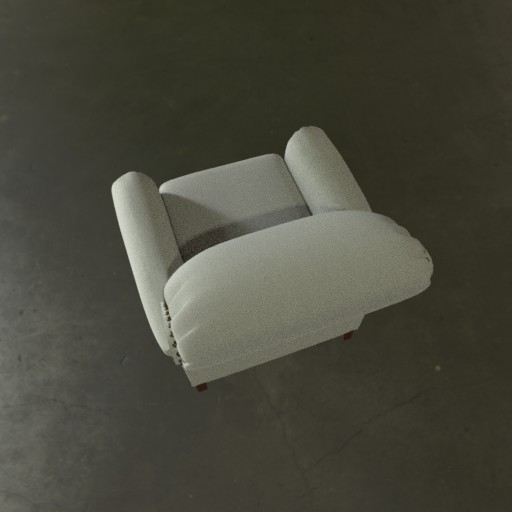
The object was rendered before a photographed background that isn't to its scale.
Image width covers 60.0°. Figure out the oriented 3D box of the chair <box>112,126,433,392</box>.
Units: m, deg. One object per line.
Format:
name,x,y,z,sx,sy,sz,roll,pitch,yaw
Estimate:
chair,0.000,0.000,1.600,0.854,0.927,0.890,-17,61,-10
